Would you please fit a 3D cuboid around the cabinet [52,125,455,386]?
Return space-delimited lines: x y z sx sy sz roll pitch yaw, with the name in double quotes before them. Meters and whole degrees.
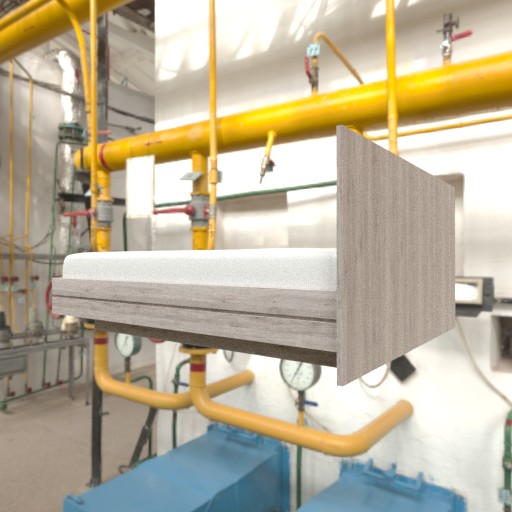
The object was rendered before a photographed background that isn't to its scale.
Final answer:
"cabinet" 0.000 0.000 2.935 2.080 0.970 1.750 0 -1 37
